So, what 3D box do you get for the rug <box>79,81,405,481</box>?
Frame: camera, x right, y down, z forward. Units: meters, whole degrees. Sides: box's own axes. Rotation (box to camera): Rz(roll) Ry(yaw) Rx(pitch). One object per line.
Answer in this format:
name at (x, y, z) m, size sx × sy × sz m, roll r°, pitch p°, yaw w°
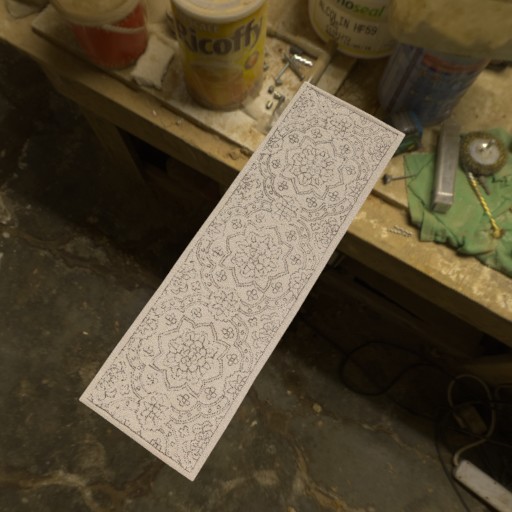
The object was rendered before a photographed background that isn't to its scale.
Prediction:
rug at (0.000, 0.000, 2.670) m, size 0.769 × 0.012 × 2.448 m, roll 31°, pitch 77°, yaw 8°
